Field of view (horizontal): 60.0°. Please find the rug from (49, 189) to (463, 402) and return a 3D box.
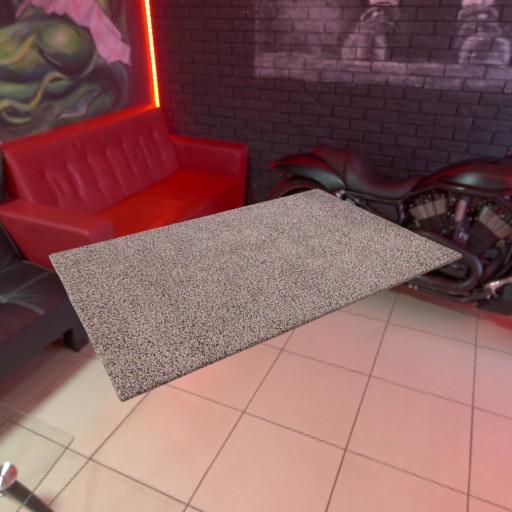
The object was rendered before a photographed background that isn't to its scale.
[{"bbox_3d":[0.000,0.000,3.488,2.743,0.030,1.778,-17,33,-28],"label":"rug"}]
